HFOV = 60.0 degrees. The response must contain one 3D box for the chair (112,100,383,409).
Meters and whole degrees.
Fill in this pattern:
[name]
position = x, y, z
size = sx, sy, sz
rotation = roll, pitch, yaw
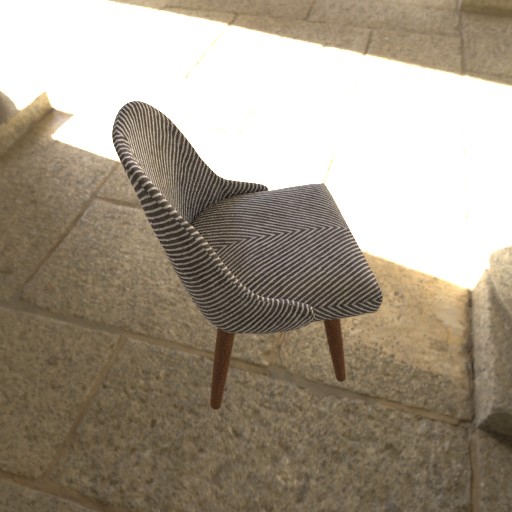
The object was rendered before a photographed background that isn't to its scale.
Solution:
[chair]
position = 0.000, 0.000, 1.256
size = 0.591, 0.883, 0.504
rotation = -10, 49, -9
